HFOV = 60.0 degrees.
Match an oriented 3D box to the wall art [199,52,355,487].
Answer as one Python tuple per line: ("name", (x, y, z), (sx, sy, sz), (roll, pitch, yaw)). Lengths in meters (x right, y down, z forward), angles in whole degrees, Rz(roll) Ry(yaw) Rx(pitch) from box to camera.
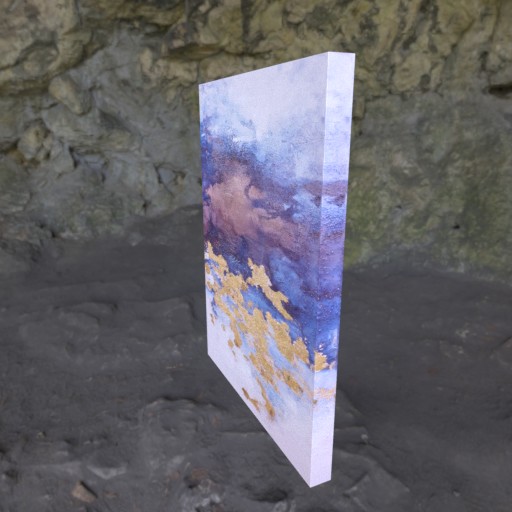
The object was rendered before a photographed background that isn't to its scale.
("wall art", (0.000, 0.000, 0.757), (0.036, 0.581, 0.437), (-8, 18, -25))
